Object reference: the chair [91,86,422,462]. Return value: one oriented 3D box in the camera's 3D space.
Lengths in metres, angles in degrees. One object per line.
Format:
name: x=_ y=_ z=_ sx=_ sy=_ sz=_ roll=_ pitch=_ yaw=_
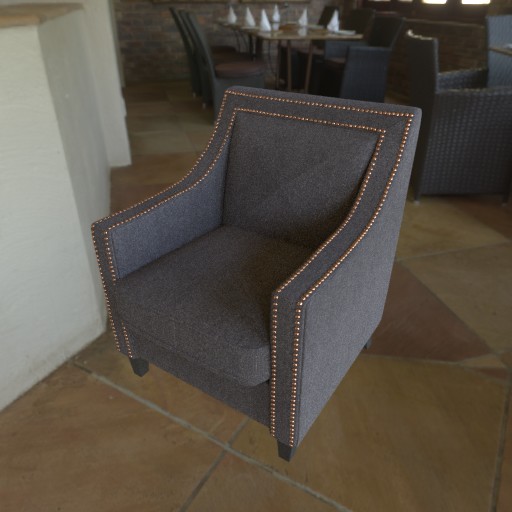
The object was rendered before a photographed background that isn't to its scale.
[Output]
chair: x=0.000 y=0.000 z=1.572 sx=0.776 sy=0.967 sz=0.884 roll=19 pitch=35 yaw=28
